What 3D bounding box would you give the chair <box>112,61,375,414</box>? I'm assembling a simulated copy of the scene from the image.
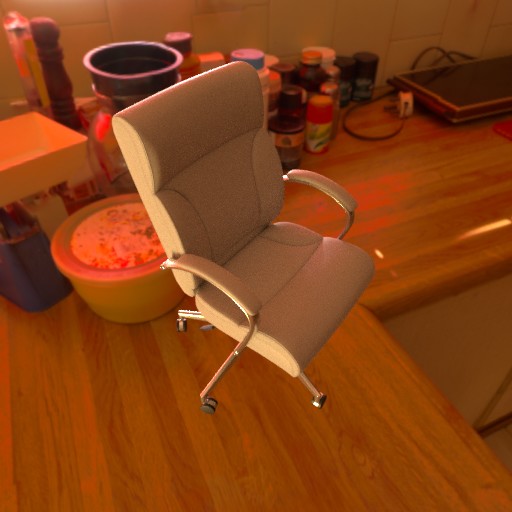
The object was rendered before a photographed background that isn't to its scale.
[{"bbox_3d":[0.000,0.000,1.581,0.745,1.099,0.727,25,47,26],"label":"chair"}]
